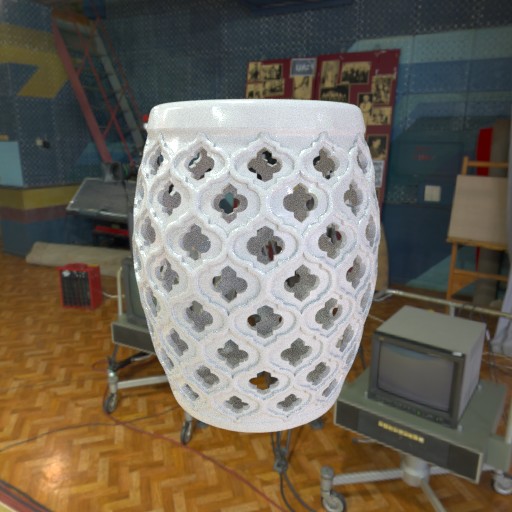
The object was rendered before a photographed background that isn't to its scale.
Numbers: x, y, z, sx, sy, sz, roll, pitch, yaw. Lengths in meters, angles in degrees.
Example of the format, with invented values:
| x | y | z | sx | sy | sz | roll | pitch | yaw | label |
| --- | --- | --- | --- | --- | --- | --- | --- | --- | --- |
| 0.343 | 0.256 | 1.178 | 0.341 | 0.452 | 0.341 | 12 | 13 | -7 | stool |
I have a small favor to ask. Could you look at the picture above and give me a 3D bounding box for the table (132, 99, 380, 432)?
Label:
| x | y | z | sx | sy | sz | roll | pitch | yaw | label |
| --- | --- | --- | --- | --- | --- | --- | --- | --- | --- |
| 0.000 | 0.000 | 0.609 | 0.325 | 0.388 | 0.325 | 0 | 15 | 0 | table |
